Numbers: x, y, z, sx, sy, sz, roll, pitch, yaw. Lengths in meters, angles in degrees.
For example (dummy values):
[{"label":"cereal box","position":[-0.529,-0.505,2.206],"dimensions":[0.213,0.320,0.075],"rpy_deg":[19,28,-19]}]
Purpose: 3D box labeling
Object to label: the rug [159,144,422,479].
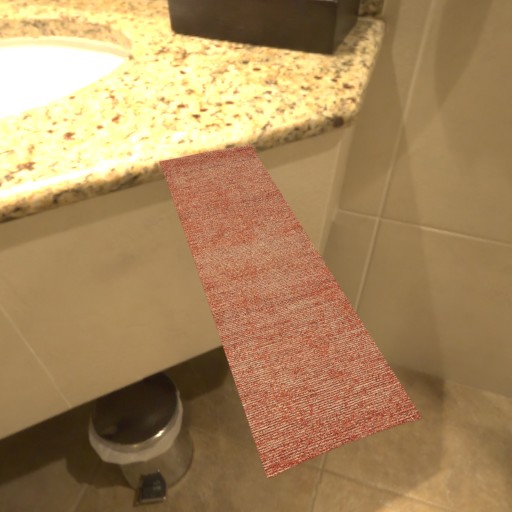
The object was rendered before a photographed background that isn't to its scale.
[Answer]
[{"label":"rug","position":[0.000,0.000,2.601],"dimensions":[0.718,0.013,2.353],"rpy_deg":[-14,47,-13]}]
